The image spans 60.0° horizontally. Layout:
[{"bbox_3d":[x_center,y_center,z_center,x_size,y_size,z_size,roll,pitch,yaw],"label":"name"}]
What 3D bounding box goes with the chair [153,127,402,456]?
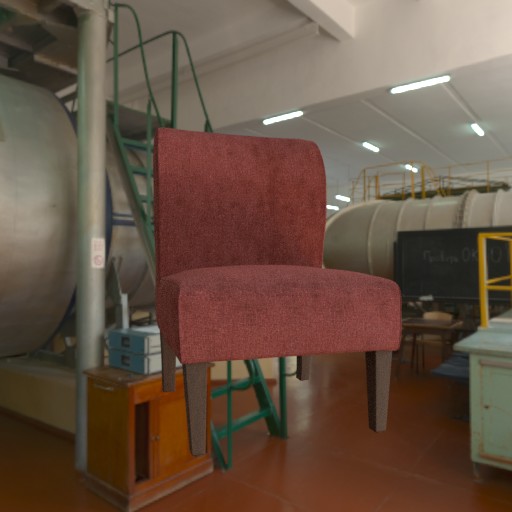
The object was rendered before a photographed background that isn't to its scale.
[{"bbox_3d":[0.000,0.000,1.259,0.538,0.846,0.640,0,-1,-17],"label":"chair"}]
